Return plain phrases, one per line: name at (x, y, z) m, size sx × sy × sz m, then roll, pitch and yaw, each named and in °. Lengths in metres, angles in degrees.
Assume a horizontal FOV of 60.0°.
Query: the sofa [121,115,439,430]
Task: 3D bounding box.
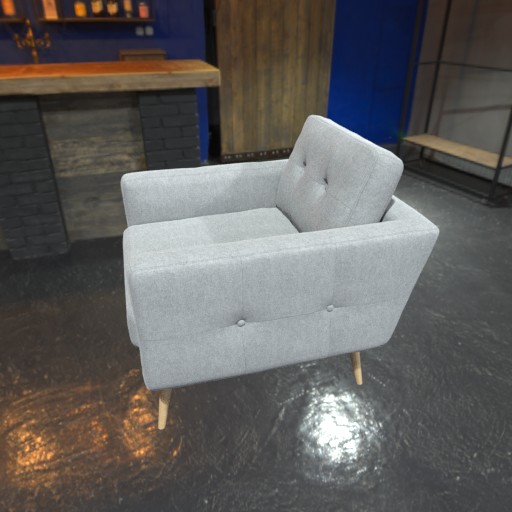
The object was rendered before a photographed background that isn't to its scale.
sofa at (0.000, 0.000, 1.589) m, size 0.920 × 0.860 × 0.770 m, roll -8°, pitch 31°, yaw -14°
